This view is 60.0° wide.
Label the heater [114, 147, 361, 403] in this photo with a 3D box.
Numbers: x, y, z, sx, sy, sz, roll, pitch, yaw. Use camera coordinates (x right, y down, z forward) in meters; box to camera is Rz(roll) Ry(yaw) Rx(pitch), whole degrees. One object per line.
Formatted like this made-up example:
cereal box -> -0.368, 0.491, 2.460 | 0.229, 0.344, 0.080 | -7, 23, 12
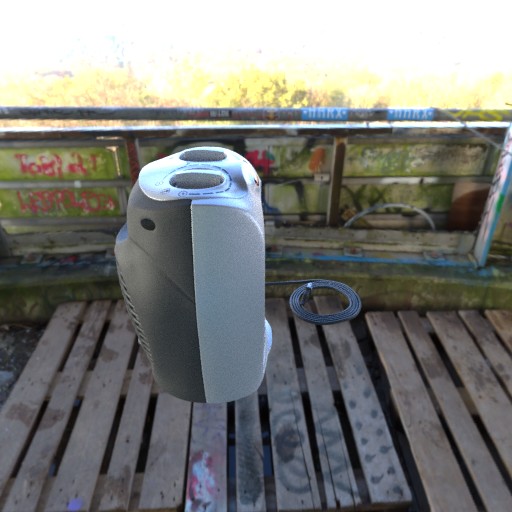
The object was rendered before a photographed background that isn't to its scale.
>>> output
heater -> 0.000, 0.000, 0.492 | 0.291, 0.240, 0.239 | 0, 31, -1
